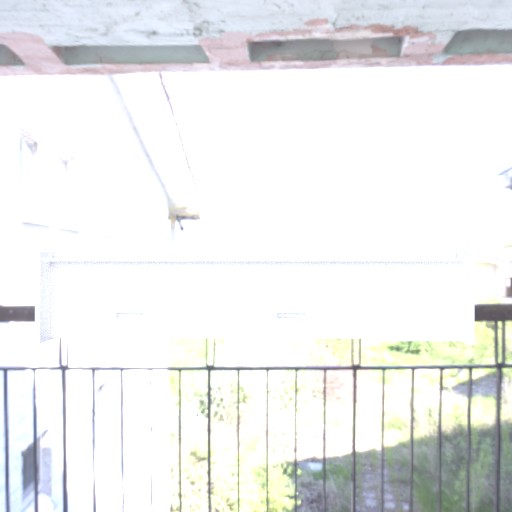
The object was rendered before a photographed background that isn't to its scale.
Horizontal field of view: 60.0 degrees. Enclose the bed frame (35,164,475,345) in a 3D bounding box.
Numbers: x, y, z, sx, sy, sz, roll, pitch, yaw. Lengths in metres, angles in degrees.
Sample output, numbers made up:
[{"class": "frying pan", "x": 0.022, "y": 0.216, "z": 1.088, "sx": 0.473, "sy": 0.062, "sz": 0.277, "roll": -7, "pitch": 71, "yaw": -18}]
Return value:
[{"class": "bed frame", "x": 0.000, "y": 0.000, "z": 2.788, "sx": 1.960, "sy": 0.800, "sz": 1.622, "roll": 0, "pitch": 0, "yaw": 1}]
